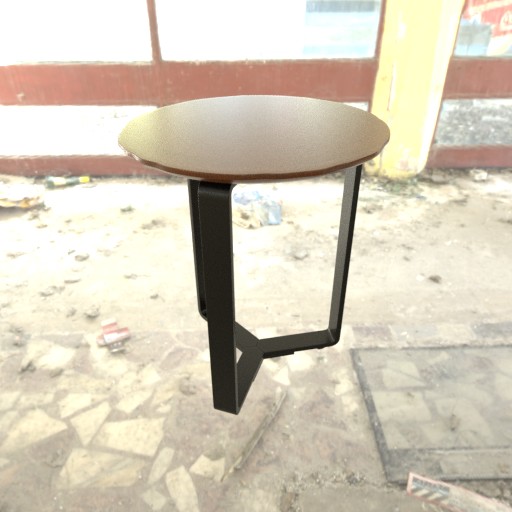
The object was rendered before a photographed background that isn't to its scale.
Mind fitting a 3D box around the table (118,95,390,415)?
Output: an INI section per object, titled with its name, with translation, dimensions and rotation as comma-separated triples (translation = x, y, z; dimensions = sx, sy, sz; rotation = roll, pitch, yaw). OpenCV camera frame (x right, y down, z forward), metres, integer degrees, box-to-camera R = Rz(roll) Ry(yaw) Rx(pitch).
[table]
translation = 0.000, 0.000, 0.764
dimensions = 0.380, 0.450, 0.410
rotation = 10, 33, 15
